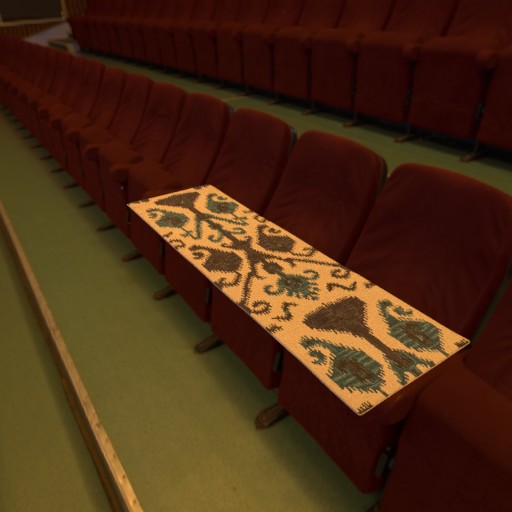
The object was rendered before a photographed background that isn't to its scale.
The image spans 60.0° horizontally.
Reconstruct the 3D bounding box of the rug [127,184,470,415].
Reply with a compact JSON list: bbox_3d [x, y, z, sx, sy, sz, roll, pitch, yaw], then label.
[{"bbox_3d":[0.000,0.000,2.584,0.692,0.017,2.301,-19,36,-30],"label":"rug"}]
